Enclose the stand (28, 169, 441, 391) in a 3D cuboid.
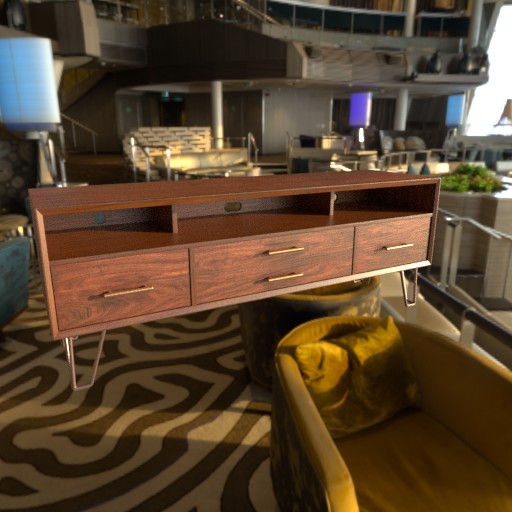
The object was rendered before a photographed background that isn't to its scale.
[{"bbox_3d":[0.000,0.000,1.865,1.626,0.610,0.481,-8,18,-27],"label":"stand"}]
